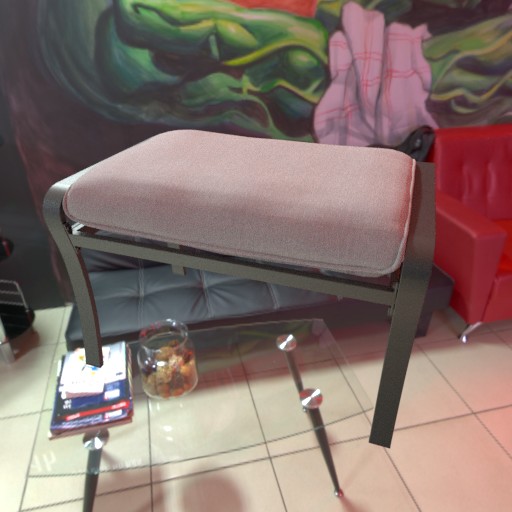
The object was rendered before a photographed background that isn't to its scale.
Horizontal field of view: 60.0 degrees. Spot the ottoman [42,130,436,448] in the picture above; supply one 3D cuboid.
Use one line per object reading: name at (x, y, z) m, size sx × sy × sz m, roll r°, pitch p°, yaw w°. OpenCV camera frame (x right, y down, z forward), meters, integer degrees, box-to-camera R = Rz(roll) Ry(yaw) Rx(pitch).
ottoman at (0.000, 0.000, 0.882) m, size 0.610 × 0.422 × 0.406 m, roll 10°, pitch 31°, yaw 17°
